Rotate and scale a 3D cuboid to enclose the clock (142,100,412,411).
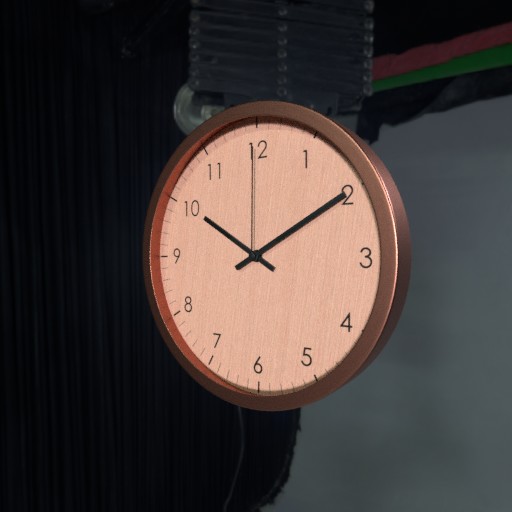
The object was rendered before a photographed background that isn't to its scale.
[{"bbox_3d":[0.000,0.000,0.470,0.313,0.313,0.040,1,1,35],"label":"clock"}]
